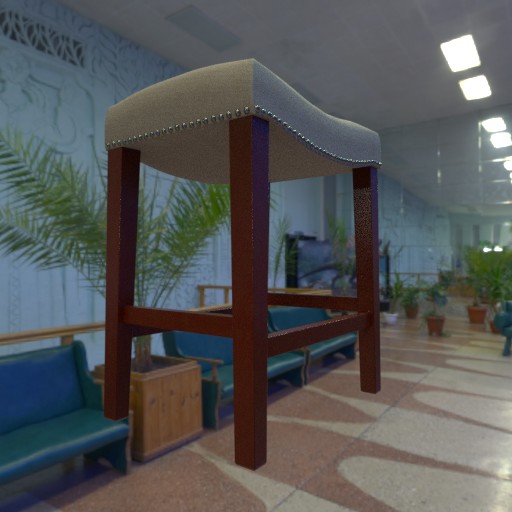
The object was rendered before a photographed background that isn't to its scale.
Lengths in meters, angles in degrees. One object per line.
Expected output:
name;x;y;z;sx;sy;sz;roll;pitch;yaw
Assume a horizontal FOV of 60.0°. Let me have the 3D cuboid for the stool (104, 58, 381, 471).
stool;0.000;0.000;0.953;0.375;0.632;0.509;0;-1;37
